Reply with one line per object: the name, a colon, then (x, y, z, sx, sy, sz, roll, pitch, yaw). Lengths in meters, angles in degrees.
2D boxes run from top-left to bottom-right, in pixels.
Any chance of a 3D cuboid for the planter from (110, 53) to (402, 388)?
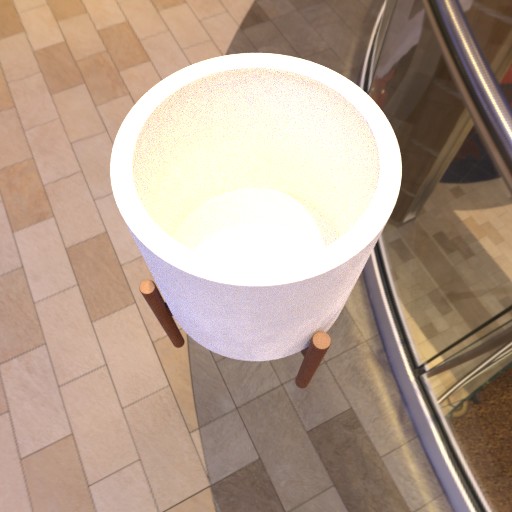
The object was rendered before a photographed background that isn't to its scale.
planter: (0.000, 0.000, 0.939, 0.417, 0.670, 0.417, 15, 64, 8)
